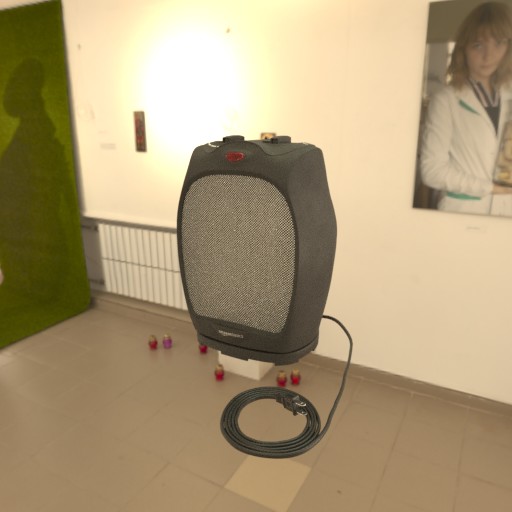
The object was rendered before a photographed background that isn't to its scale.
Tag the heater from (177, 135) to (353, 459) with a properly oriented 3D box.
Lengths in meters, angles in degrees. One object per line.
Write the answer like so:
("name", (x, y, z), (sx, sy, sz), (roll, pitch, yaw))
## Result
("heater", (0.000, 0.000, 0.489), (0.239, 0.255, 0.291), (9, 19, 27))
